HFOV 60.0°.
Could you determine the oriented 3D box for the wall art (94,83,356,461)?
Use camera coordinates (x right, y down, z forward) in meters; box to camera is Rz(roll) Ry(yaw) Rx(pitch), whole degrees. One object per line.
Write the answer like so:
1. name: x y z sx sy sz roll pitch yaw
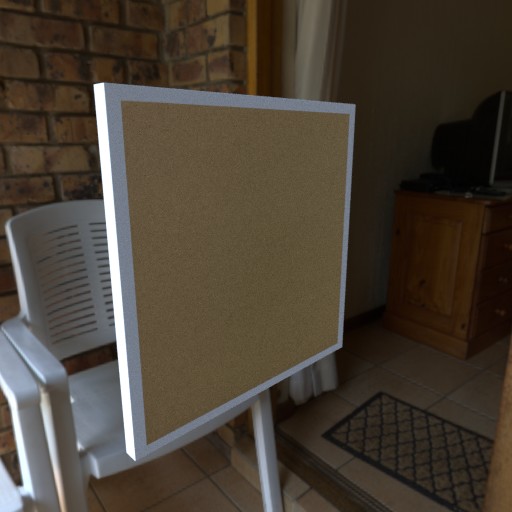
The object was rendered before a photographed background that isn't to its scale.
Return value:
1. wall art: 0.000 0.000 1.123 0.763 0.761 0.038 -14 21 -43
